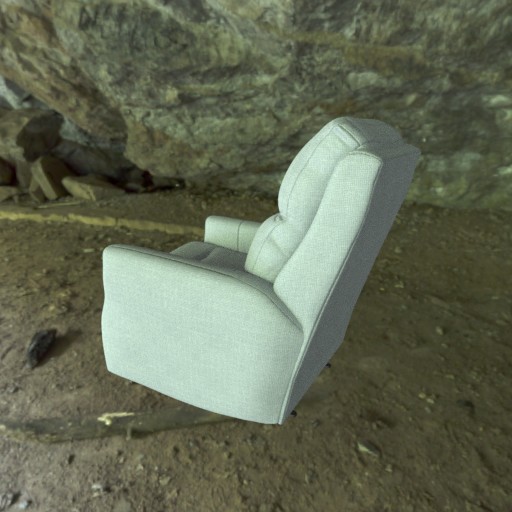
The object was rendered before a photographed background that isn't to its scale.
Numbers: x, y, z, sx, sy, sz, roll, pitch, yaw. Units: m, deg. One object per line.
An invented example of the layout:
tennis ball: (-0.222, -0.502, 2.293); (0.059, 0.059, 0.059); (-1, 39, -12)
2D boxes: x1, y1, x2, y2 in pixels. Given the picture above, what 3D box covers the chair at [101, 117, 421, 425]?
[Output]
chair: (0.000, 0.000, 1.752); (1.080, 1.030, 0.829); (8, 17, 27)
